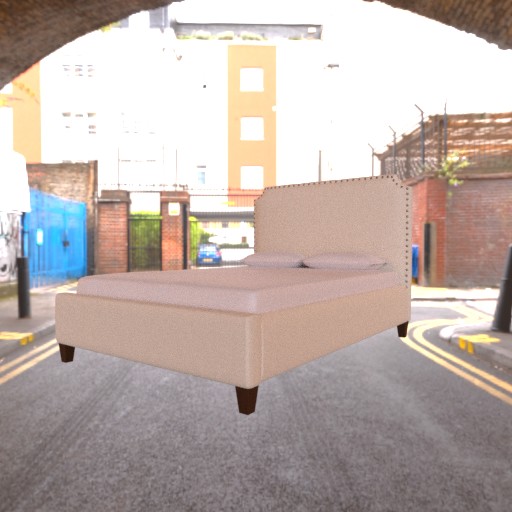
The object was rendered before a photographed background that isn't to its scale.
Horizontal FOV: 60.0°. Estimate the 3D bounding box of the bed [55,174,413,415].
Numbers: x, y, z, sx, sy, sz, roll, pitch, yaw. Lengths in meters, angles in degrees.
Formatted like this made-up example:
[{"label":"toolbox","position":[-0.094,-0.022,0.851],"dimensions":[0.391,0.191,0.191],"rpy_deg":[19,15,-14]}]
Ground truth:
[{"label":"bed","position":[0.000,0.000,3.474],"dimensions":[1.712,1.443,2.372],"rpy_deg":[1,1,37]}]
